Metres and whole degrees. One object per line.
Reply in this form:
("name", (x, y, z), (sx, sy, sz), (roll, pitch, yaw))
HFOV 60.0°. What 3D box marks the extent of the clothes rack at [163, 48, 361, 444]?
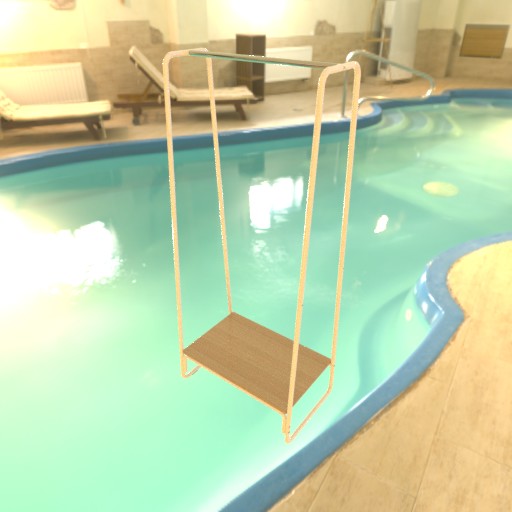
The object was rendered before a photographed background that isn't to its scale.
("clothes rack", (0.000, 0.000, 1.812), (0.640, 1.500, 0.400), (21, 37, 31))
